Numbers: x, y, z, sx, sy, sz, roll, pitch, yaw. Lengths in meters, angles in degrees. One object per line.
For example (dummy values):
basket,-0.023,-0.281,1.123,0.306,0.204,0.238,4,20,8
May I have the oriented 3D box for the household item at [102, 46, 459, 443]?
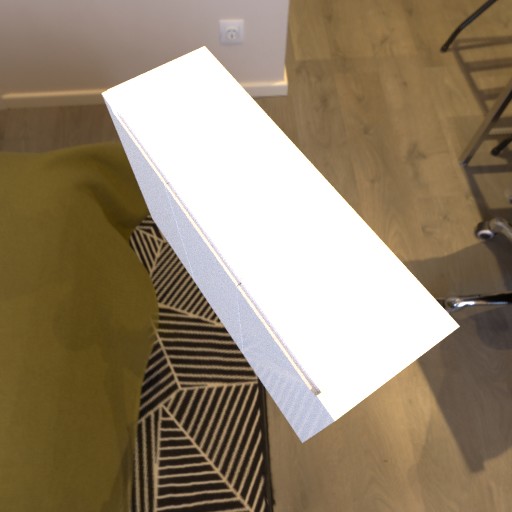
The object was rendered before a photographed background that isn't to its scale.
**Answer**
household item,0.000,0.000,1.747,0.420,0.867,1.300,-31,68,-14
